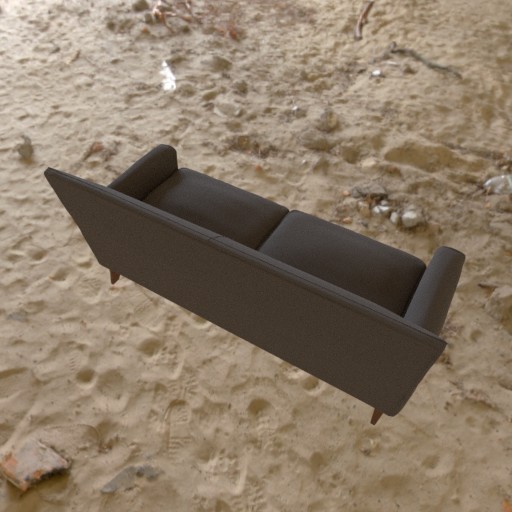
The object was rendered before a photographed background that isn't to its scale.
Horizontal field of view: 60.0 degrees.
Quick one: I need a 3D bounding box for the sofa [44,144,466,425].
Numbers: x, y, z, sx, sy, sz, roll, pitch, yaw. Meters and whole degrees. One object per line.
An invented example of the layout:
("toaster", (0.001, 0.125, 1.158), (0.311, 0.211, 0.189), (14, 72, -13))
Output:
("sofa", (0.000, 0.000, 2.418), (2.002, 0.907, 0.843), (24, 51, 21))
